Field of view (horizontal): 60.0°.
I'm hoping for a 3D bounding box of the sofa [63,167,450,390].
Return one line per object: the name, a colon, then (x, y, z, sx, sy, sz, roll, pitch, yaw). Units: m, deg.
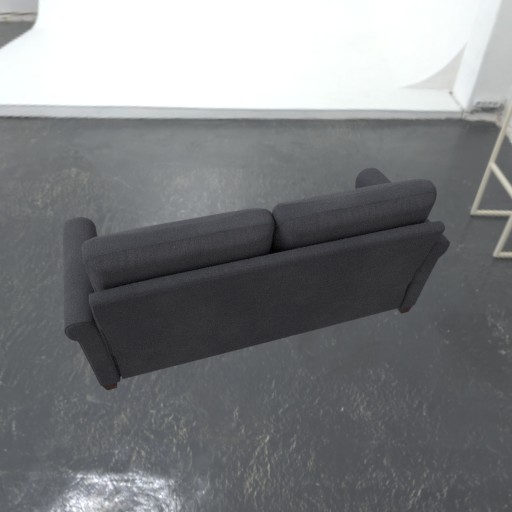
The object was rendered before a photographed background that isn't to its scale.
sofa: (0.000, 0.000, 2.409, 1.935, 0.942, 0.842, -12, 42, -14)
